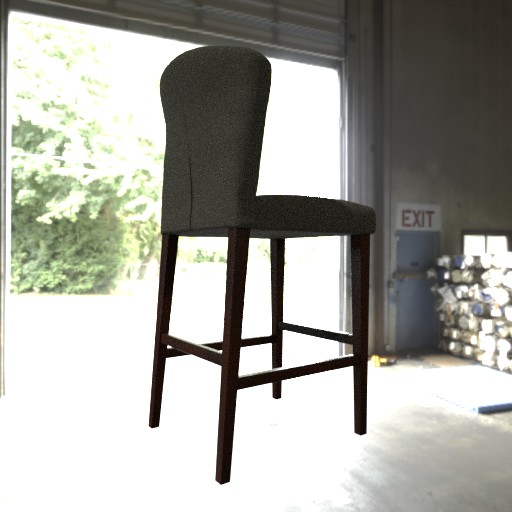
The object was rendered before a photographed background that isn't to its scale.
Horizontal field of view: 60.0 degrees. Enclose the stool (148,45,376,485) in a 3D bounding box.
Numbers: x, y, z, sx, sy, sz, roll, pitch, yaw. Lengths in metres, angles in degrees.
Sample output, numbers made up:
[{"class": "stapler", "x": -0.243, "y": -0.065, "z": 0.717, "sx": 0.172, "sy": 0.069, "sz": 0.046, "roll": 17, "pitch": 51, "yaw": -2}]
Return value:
[{"class": "stool", "x": 0.000, "y": 0.000, "z": 1.356, "sx": 0.568, "sy": 1.069, "sz": 0.486, "roll": 0, "pitch": 0, "yaw": -35}]
